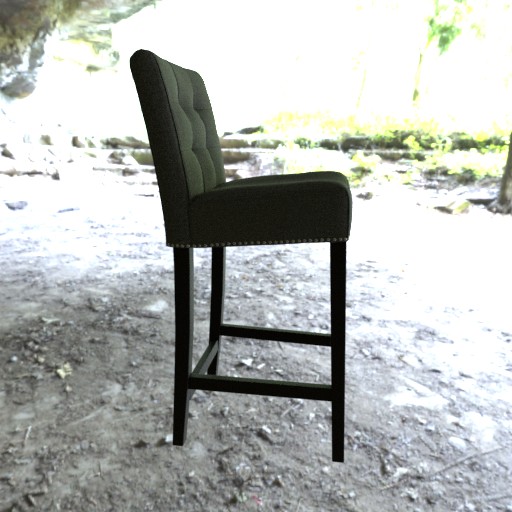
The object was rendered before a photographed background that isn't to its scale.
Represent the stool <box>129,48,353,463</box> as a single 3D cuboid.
[{"bbox_3d":[0.000,0.000,1.273,0.548,1.047,0.411,3,16,10],"label":"stool"}]
